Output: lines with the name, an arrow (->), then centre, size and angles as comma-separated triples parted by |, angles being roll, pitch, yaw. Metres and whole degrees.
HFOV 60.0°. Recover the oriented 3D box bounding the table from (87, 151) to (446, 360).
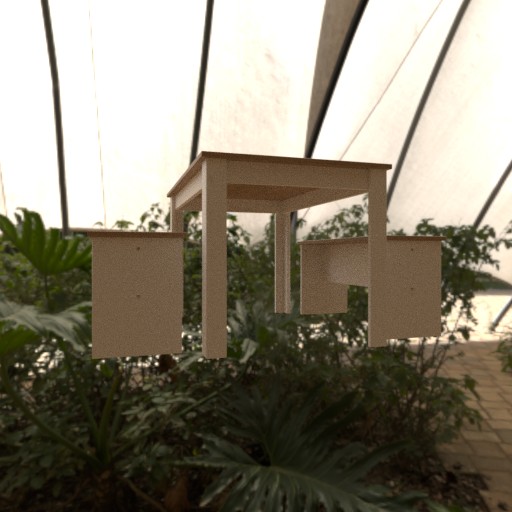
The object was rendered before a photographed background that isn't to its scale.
table -> 0.000, 0.000, 2.099 | 1.443, 0.700, 1.100 | 0, 0, -17
